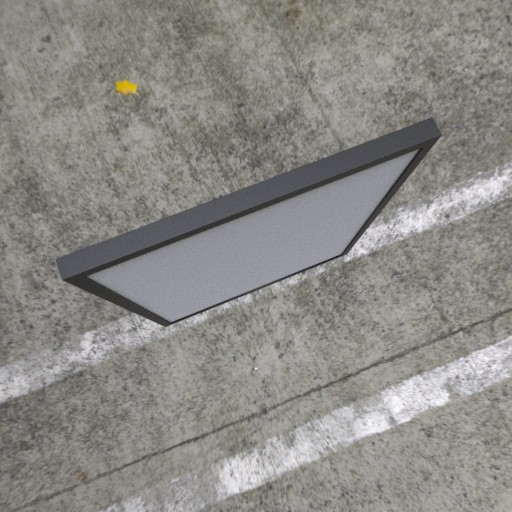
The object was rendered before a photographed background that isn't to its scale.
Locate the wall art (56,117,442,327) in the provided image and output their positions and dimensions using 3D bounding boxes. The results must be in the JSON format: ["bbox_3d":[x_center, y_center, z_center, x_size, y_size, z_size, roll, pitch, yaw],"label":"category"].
[{"bbox_3d":[0.000,0.000,0.546,0.325,0.397,0.018,-21,77,-5],"label":"wall art"}]
